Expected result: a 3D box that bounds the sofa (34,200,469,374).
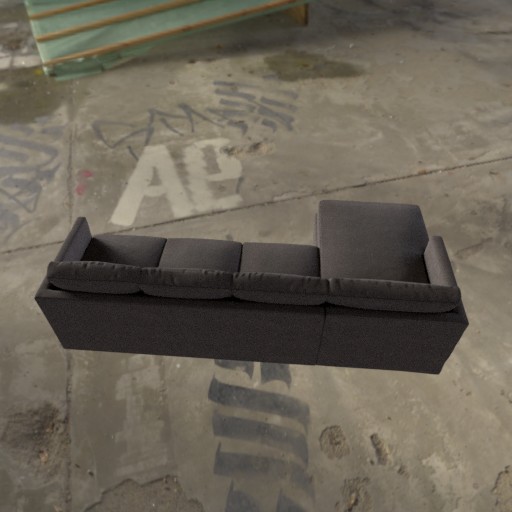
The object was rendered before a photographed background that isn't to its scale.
[{"bbox_3d":[0.000,0.000,3.962,3.205,0.922,1.650,3,46,3],"label":"sofa"}]
